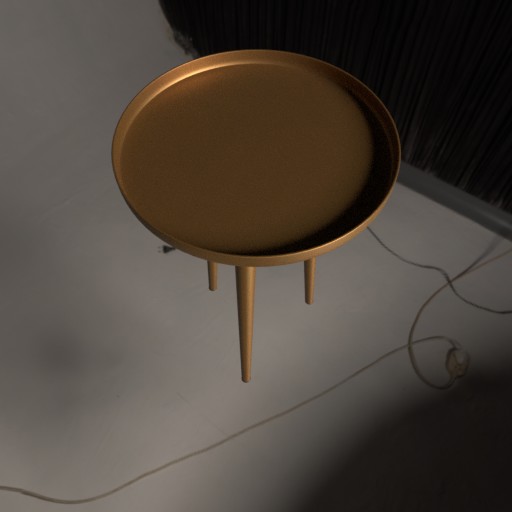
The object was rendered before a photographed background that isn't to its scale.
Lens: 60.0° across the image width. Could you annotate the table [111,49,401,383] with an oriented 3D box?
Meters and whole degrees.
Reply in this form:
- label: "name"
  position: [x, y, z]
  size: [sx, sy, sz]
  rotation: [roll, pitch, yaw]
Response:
- label: "table"
  position: [0.000, 0.000, 0.668]
  size: [0.299, 0.480, 0.299]
  rotation: [32, 64, 18]
